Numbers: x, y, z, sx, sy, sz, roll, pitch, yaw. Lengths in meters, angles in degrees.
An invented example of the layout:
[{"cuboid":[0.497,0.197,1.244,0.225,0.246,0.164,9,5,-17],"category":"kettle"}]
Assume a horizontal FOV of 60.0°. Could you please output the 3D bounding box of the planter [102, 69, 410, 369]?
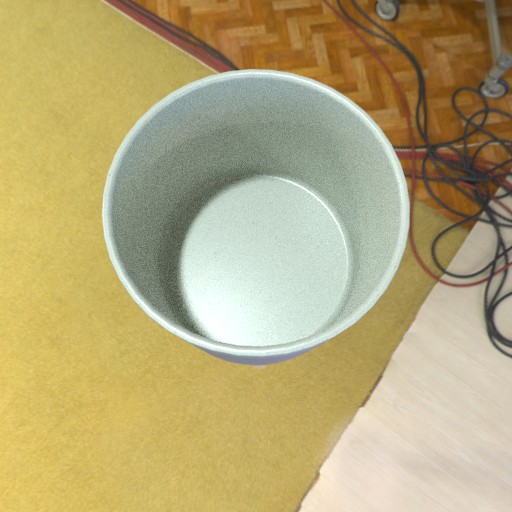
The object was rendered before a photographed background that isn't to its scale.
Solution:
[{"cuboid":[0.000,0.000,0.403,0.192,0.263,0.192,0,74,0],"category":"planter"}]
